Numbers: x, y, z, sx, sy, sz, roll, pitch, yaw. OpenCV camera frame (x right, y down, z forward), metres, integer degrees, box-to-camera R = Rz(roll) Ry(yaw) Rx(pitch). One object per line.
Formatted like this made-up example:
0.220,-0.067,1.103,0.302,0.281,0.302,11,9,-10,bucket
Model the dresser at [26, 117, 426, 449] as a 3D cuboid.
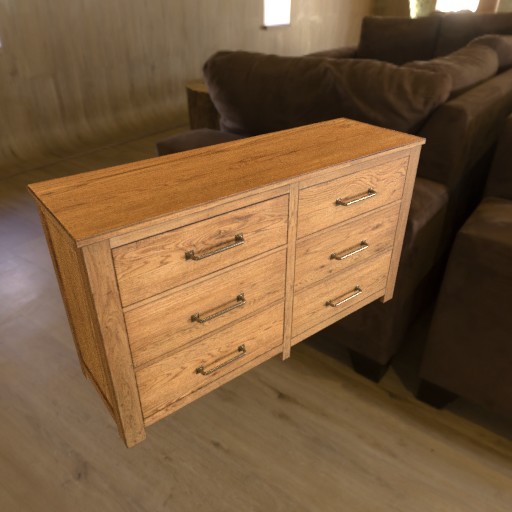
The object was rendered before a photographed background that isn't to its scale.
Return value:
0.000,0.000,2.076,1.657,0.932,0.563,-21,37,-32,dresser
